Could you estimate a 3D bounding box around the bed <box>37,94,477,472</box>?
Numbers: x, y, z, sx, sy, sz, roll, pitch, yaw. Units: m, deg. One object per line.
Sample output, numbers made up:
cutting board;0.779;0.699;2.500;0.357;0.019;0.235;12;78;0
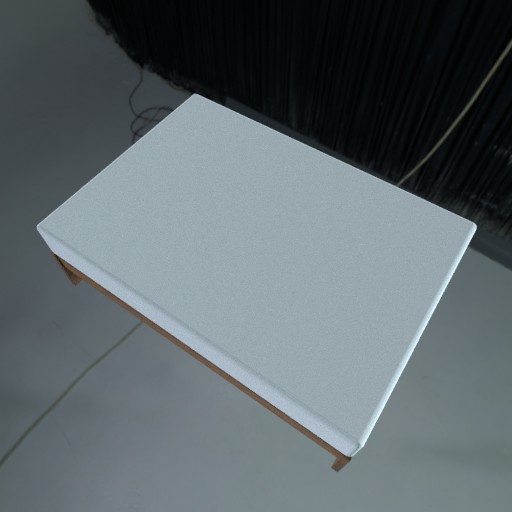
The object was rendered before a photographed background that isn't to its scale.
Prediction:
bed;0.000;0.000;2.577;1.927;0.616;1.348;30;62;18
